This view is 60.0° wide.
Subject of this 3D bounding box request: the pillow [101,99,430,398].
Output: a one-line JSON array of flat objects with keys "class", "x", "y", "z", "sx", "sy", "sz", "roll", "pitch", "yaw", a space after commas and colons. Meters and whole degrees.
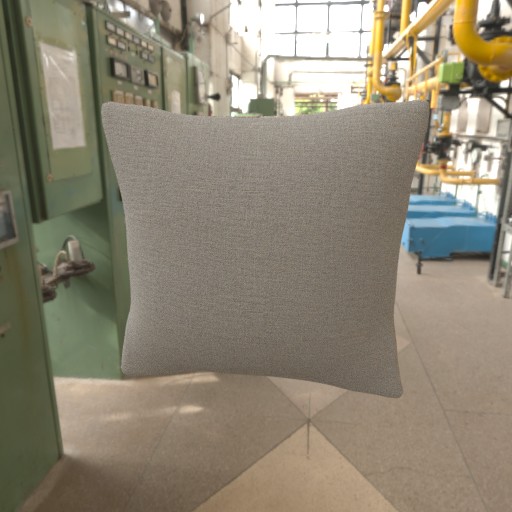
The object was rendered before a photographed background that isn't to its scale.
[{"class": "pillow", "x": 0.000, "y": 0.000, "z": 0.629, "sx": 0.437, "sy": 0.419, "sz": 0.136, "roll": 2, "pitch": 16, "yaw": 9}]
